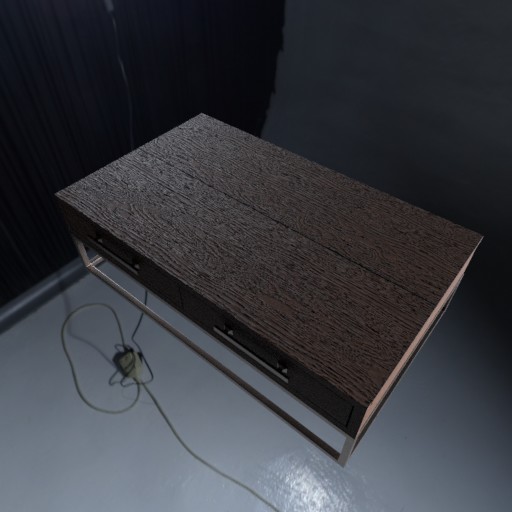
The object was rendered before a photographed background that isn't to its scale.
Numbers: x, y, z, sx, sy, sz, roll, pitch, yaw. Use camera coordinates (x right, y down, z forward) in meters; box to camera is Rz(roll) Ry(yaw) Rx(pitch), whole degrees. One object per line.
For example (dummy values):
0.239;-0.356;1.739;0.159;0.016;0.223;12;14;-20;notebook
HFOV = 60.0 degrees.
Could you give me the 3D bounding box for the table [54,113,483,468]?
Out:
0.000;0.000;1.515;1.167;0.361;0.719;30;53;26;table
